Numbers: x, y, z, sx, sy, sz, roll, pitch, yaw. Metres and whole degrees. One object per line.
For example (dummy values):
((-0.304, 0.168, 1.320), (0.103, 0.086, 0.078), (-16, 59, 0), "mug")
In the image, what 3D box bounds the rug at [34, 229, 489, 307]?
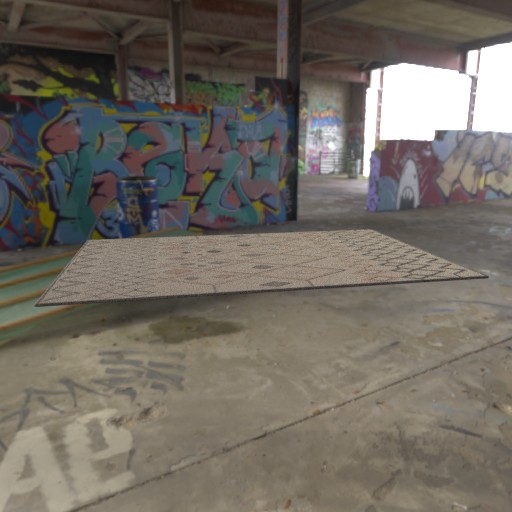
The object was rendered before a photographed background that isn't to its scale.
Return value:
((0.000, 0.000, 3.044), (2.438, 0.015, 1.524), (-3, 14, -11), "rug")
